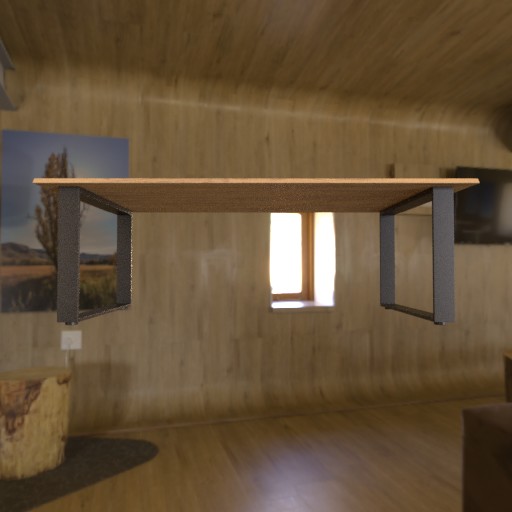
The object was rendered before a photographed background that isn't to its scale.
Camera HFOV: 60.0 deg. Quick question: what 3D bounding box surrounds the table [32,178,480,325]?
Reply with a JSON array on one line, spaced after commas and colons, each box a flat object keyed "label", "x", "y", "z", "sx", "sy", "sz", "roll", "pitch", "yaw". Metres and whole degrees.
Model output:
[{"label": "table", "x": 0.000, "y": 0.000, "z": 1.659, "sx": 1.331, "sy": 0.445, "sz": 0.693, "roll": 0, "pitch": -2, "yaw": 0}]
